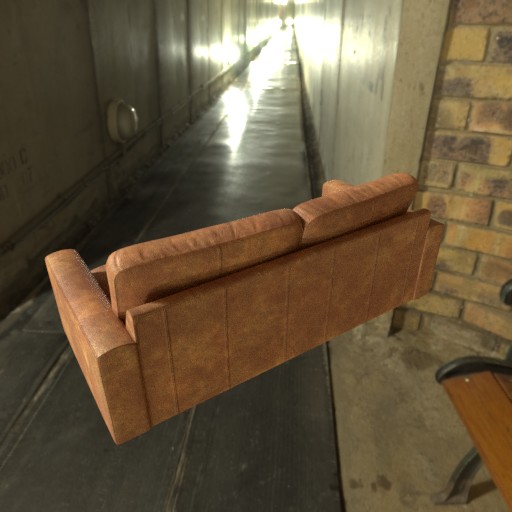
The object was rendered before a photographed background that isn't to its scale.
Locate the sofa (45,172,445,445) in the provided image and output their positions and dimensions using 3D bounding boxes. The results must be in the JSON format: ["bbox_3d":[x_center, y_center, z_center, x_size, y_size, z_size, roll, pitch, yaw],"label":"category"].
[{"bbox_3d":[0.000,0.000,2.673,2.179,0.873,1.016,-18,35,-29],"label":"sofa"}]
